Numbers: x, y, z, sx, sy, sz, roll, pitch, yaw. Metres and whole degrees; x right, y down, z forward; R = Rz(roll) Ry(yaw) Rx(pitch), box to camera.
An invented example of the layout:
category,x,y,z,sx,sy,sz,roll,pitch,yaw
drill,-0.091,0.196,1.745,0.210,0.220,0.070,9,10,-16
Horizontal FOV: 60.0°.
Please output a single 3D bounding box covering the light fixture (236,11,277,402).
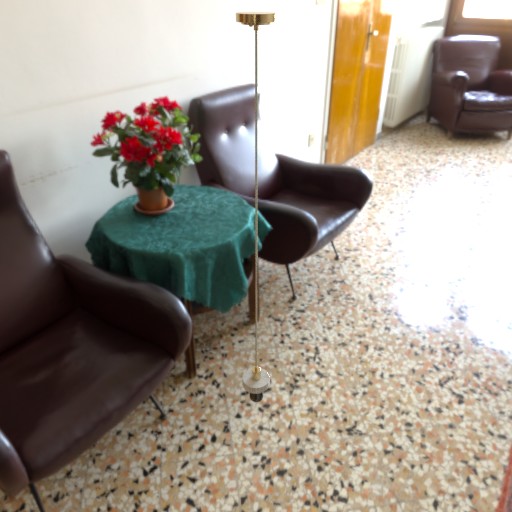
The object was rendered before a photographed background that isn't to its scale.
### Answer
category,x,y,z,sx,sy,sz,roll,pitch,yaw
light fixture,0.000,0.000,1.732,0.129,1.669,0.129,0,32,0
